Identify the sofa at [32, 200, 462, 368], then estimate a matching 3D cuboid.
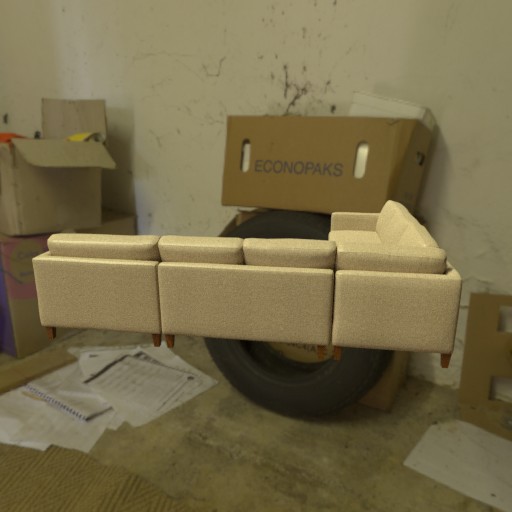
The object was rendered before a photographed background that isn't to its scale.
[{"bbox_3d":[0.000,0.000,4.726,3.460,0.961,2.594,2,16,8],"label":"sofa"}]
